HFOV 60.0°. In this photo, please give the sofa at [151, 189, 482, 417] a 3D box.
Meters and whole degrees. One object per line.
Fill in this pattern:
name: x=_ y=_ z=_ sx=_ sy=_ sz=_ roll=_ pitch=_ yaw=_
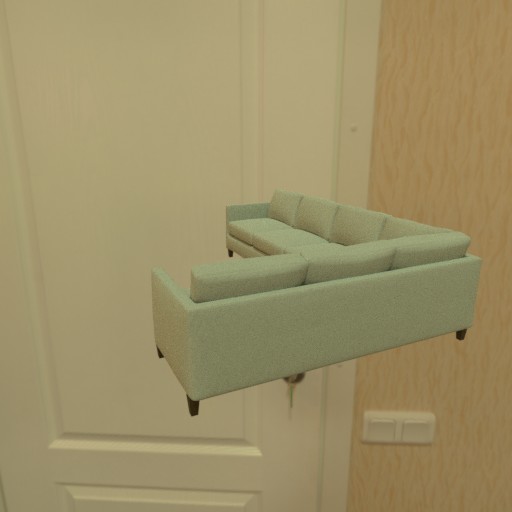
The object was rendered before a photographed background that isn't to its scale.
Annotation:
sofa: x=0.000 y=0.000 z=4.530 sx=2.522 sy=0.934 sz=3.333 roll=-8 pitch=18 yaw=-25
